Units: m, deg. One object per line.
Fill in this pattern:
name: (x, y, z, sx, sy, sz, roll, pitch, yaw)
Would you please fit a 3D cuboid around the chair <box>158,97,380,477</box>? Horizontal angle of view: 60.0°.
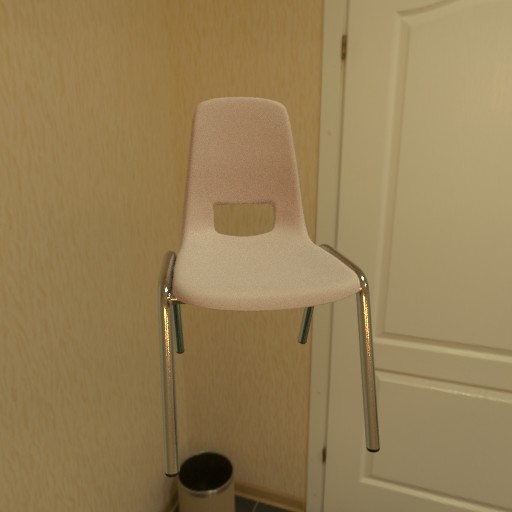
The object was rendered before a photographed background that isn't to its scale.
chair: (0.000, 0.000, 0.830, 0.354, 0.586, 0.423, -3, 16, -9)
